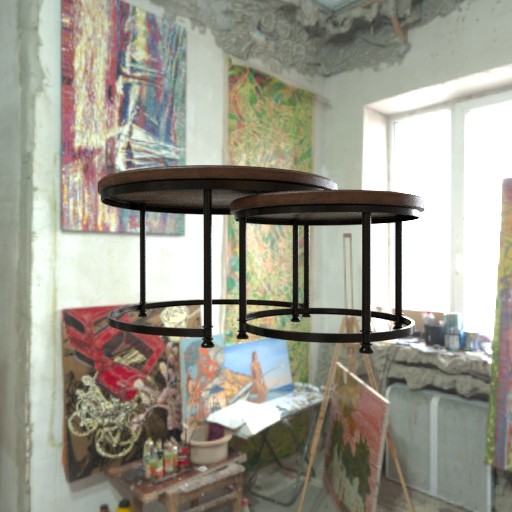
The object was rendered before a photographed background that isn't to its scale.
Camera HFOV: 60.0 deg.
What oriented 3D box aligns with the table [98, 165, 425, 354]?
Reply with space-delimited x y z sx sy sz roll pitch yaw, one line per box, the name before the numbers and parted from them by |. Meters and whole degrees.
table | 0.000 0.000 1.629 1.152 0.516 0.870 0 0 17
